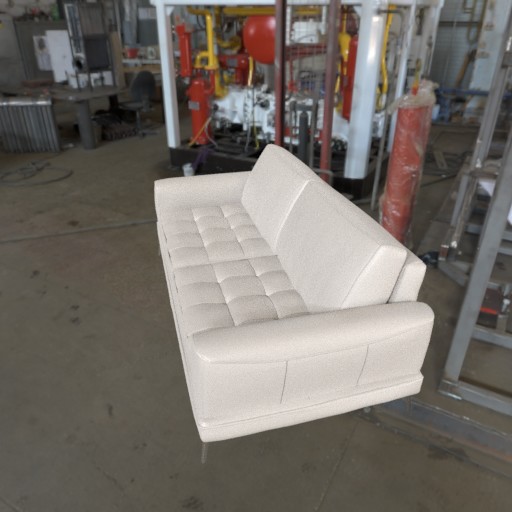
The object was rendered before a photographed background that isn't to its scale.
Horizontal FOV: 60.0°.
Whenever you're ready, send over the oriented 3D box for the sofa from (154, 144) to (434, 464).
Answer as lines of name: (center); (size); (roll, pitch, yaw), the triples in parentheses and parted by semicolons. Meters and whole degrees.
sofa: (0.000, 0.000, 2.752); (1.121, 0.930, 2.177); (-8, 30, -14)
